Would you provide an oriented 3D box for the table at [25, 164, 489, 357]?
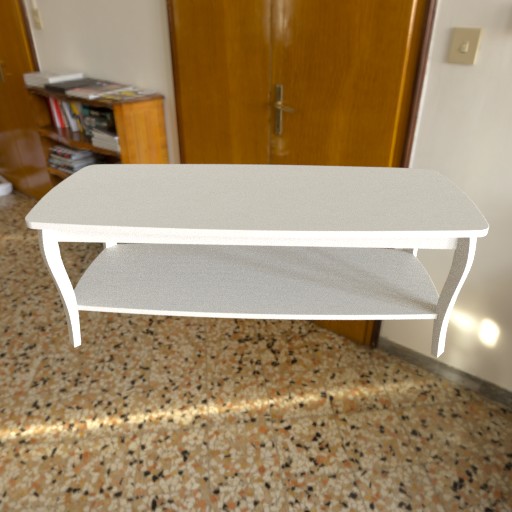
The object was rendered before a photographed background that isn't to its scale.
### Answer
[{"bbox_3d":[0.000,0.000,1.541,1.334,0.474,0.561,1,30,2],"label":"table"}]
